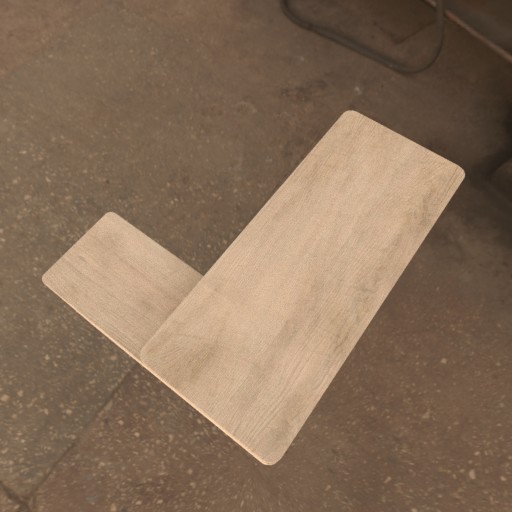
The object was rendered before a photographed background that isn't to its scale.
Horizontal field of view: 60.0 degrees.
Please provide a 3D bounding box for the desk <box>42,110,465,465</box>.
[{"bbox_3d":[0.000,0.000,2.108,1.175,0.770,1.400,34,69,15],"label":"desk"}]
